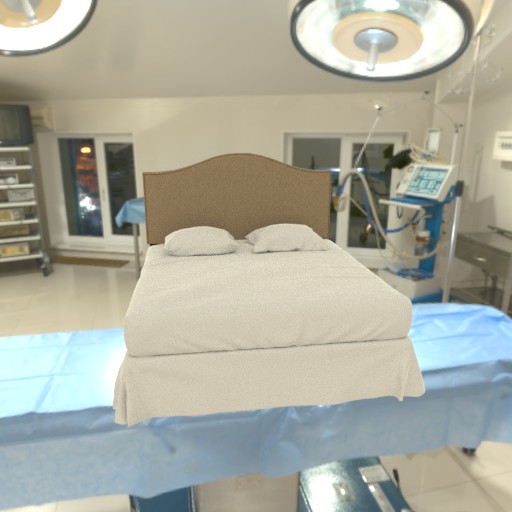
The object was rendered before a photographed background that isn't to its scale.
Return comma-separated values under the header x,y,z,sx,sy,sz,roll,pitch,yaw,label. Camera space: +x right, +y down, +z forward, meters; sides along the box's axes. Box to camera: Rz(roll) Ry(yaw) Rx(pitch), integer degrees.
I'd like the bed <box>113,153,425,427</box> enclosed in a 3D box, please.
x,y,z,sx,sy,sz,roll,pitch,yaw,label
0.000,0.000,3.836,2.311,1.651,2.222,-2,16,-8,bed
